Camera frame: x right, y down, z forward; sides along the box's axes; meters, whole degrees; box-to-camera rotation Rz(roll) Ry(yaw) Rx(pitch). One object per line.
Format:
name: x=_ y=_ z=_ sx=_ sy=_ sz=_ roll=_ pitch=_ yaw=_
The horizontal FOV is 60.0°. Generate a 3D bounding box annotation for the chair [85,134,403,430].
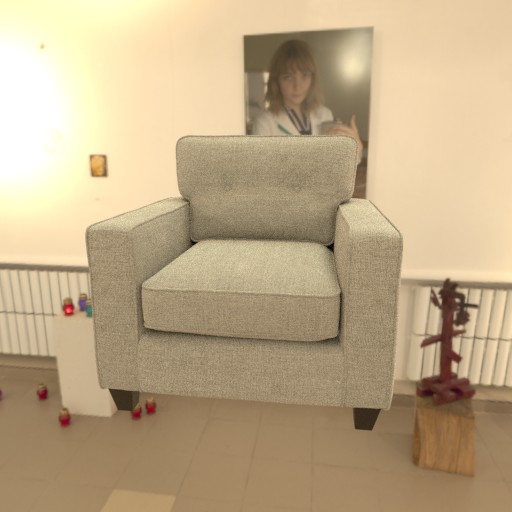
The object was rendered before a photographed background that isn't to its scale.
chair: x=0.000 y=0.000 z=1.799 sx=1.015 sy=0.965 sz=0.939 roll=2 pitch=14 yaw=7
